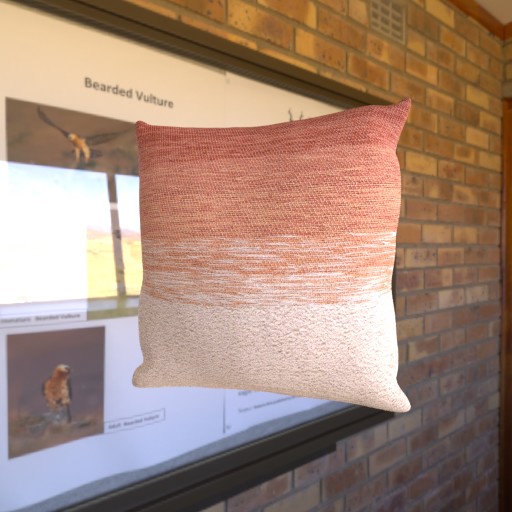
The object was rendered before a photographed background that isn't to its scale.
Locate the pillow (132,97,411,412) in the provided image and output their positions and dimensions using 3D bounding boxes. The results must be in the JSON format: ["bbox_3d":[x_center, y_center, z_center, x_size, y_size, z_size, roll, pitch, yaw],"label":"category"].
[{"bbox_3d":[0.000,0.000,0.664,0.440,0.441,0.182,0,1,18],"label":"pillow"}]
